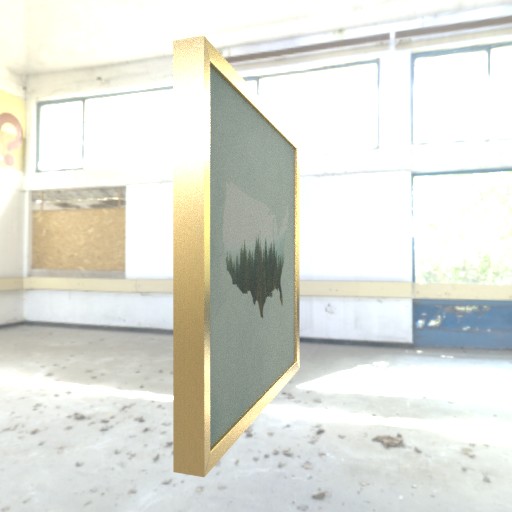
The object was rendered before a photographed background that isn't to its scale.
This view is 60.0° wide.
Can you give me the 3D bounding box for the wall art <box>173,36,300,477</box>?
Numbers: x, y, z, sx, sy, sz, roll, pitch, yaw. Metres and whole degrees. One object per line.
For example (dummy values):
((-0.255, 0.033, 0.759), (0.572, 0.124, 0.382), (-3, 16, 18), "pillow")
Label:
((0.000, 0.000, 0.759), (0.040, 0.509, 0.509), (0, 0, 18), "wall art")
